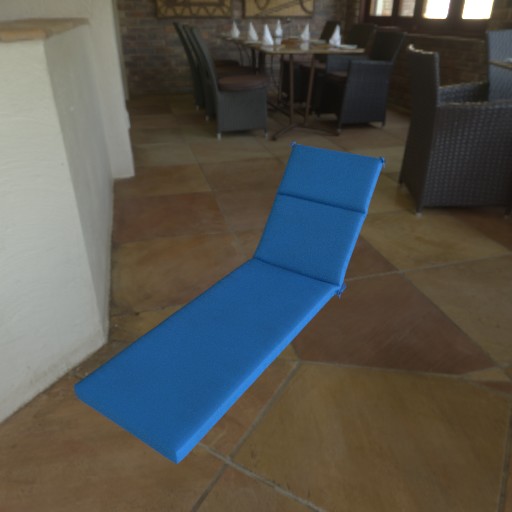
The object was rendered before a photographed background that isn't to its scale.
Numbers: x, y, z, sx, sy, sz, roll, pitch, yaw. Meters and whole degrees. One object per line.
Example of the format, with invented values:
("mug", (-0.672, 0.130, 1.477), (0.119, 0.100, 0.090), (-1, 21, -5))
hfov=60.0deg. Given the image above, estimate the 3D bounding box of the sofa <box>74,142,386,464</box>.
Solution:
("sofa", (0.000, 0.000, 1.980), (0.582, 0.622, 1.663), (18, 34, 29))
